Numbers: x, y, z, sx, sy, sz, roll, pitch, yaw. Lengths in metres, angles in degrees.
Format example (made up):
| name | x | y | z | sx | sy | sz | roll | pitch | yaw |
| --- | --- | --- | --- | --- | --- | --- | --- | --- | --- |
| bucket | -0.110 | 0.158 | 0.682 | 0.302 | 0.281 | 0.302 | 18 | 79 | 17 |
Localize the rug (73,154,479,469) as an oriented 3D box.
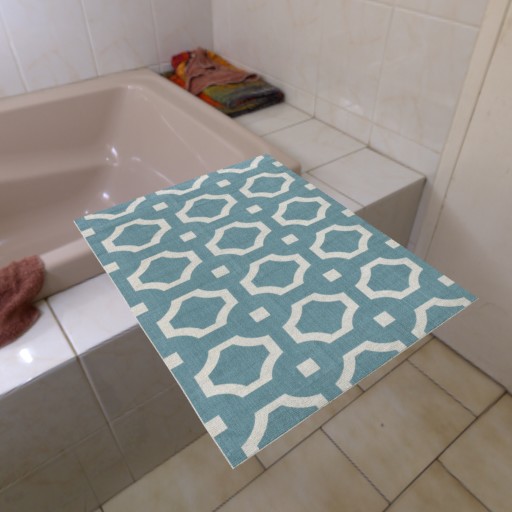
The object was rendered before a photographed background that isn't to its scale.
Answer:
| name | x | y | z | sx | sy | sz | roll | pitch | yaw |
| --- | --- | --- | --- | --- | --- | --- | --- | --- | --- |
| rug | 0.000 | 0.000 | 4.145 | 2.466 | 0.021 | 3.049 | -25 | 47 | -25 |
